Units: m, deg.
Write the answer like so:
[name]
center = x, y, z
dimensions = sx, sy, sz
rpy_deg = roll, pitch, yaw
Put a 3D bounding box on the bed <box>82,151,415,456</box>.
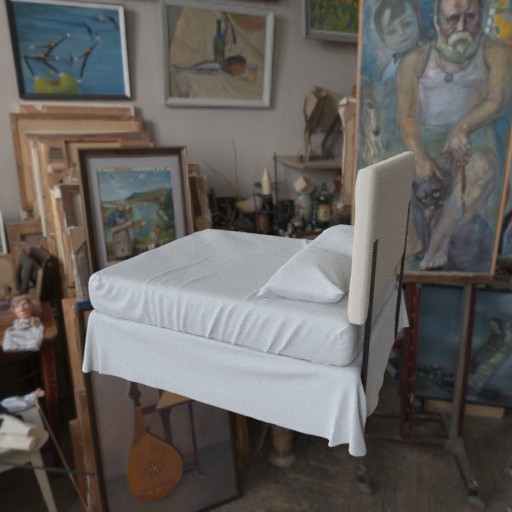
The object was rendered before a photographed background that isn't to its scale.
[bed]
center = 0.000, 0.000, 3.487
dimensions = 2.222, 1.577, 1.936
rpy_deg = 8, 18, 24
